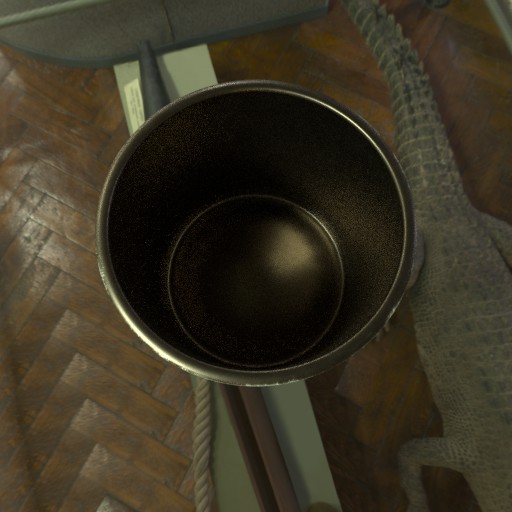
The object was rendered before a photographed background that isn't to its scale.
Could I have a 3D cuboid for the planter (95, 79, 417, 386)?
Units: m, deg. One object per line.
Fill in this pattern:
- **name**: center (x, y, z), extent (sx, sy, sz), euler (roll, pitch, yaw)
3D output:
- **planter**: center (0.000, 0.000, 0.393), extent (0.221, 0.201, 0.221), euler (0, 75, 0)
